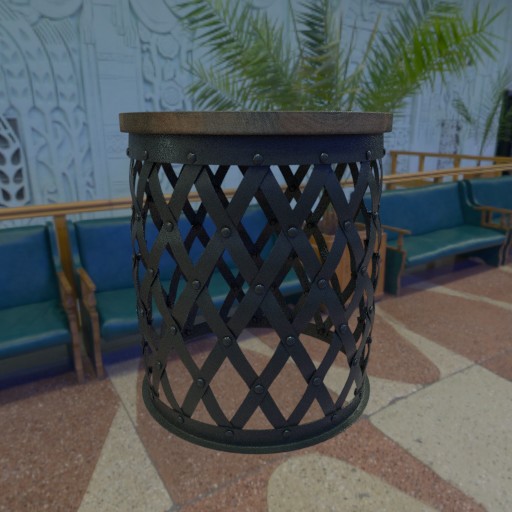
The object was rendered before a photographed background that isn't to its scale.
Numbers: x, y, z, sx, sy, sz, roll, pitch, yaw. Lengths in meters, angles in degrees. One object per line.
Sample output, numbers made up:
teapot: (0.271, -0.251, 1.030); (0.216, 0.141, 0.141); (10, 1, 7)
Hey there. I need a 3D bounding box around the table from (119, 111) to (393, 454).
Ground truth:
table: (0.000, 0.000, 0.745); (0.405, 0.454, 0.405); (0, 17, 0)
